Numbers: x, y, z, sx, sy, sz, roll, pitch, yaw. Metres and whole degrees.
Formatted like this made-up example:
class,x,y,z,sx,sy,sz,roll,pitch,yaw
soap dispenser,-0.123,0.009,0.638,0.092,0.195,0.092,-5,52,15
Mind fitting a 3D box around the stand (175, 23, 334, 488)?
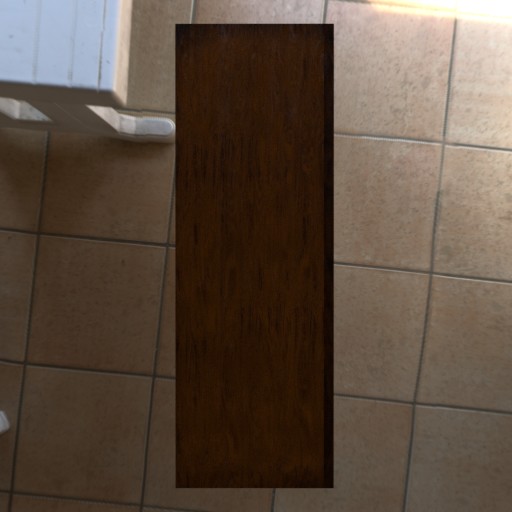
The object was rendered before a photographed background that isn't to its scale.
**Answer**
class,x,y,z,sx,sy,sz,roll,pitch,yaw
stand,0.000,0.000,1.614,0.481,0.610,1.372,0,90,0
